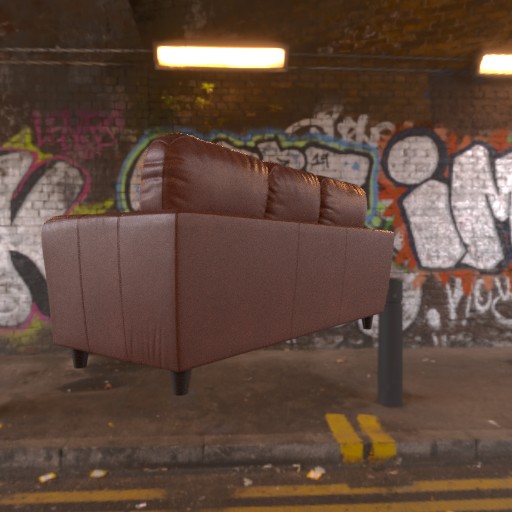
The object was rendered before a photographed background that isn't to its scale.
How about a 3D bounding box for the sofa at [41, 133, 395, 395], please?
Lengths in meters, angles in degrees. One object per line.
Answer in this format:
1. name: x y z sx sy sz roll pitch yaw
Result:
1. sofa: 0.000 0.000 2.288 0.802 0.915 1.862 0 1 37
